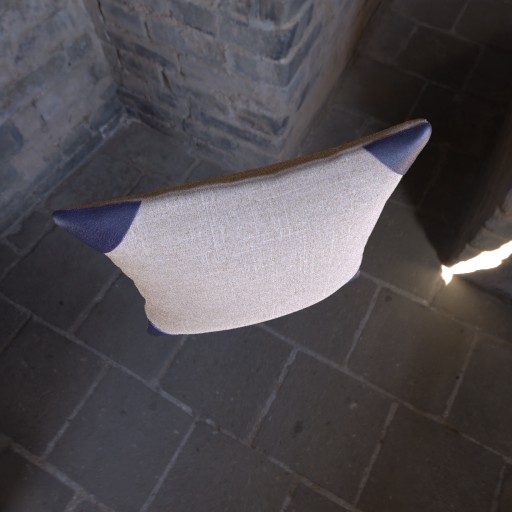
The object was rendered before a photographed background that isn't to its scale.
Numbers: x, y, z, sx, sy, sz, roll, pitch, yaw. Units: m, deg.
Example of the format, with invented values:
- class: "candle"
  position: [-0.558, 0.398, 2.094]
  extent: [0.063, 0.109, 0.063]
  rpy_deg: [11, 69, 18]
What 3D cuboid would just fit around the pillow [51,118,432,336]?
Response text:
- class: "pillow"
  position: [0.000, 0.000, 0.678]
  extent: [0.440, 0.441, 0.147]
  rpy_deg: [-16, 65, -8]
